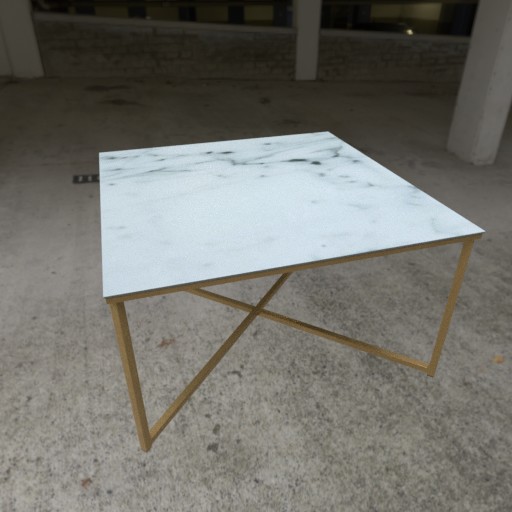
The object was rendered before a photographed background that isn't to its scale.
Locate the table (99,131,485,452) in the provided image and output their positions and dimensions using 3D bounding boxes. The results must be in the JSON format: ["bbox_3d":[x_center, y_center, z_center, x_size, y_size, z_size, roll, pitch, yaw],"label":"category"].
[{"bbox_3d":[0.000,0.000,1.307,0.800,0.450,0.800,-9,33,-15],"label":"table"}]
